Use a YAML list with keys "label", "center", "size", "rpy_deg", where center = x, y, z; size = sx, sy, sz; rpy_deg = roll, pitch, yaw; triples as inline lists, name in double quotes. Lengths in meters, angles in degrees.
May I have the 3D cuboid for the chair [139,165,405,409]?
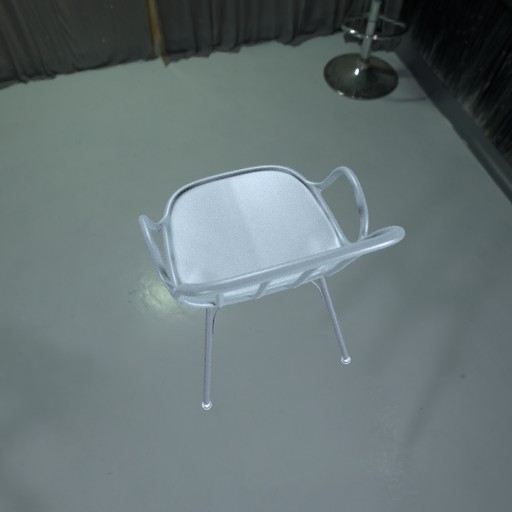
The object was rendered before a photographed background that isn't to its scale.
- label: "chair"
  center: [0.000, 0.000, 1.232]
  size: [0.549, 0.816, 0.597]
  rpy_deg: [-15, 58, -10]
